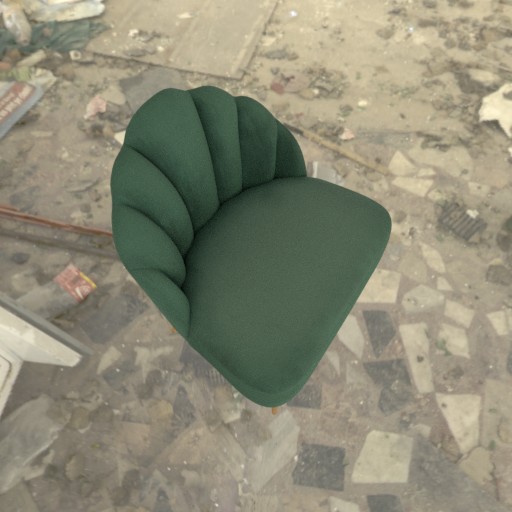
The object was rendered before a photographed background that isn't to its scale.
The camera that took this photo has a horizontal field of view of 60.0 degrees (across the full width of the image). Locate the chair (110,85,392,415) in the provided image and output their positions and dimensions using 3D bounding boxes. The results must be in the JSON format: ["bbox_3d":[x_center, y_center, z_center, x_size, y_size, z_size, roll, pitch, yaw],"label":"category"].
[{"bbox_3d":[0.000,0.000,1.258,0.599,0.819,0.657,29,62,17],"label":"chair"}]
